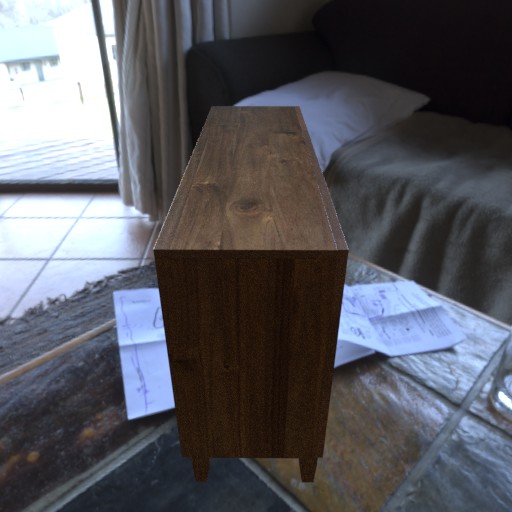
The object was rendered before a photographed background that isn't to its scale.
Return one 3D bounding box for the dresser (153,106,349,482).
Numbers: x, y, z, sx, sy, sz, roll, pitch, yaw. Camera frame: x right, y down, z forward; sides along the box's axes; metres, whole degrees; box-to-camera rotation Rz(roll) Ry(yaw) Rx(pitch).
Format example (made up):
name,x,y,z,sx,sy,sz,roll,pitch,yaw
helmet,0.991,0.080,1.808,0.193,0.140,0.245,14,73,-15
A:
name,x,y,z,sx,sy,sz,roll,pitch,yaw
dresser,0.000,0.000,1.796,0.446,0.873,1.400,0,31,0
